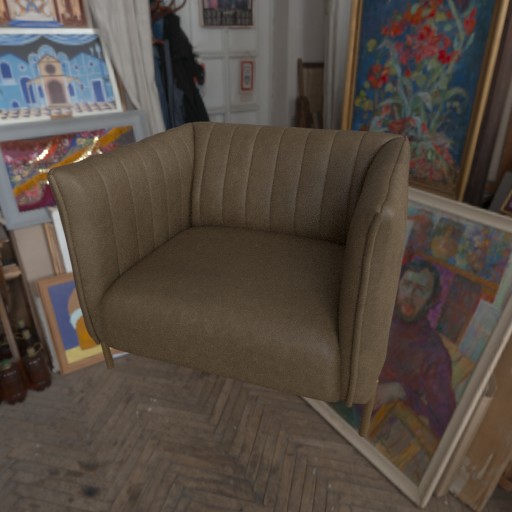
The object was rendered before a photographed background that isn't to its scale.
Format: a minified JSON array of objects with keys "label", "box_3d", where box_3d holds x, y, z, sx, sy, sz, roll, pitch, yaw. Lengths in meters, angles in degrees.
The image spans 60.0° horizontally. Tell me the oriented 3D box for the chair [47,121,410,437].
[{"label":"chair","box_3d":[0.000,0.000,1.580,0.981,0.779,0.876,9,27,18]}]
